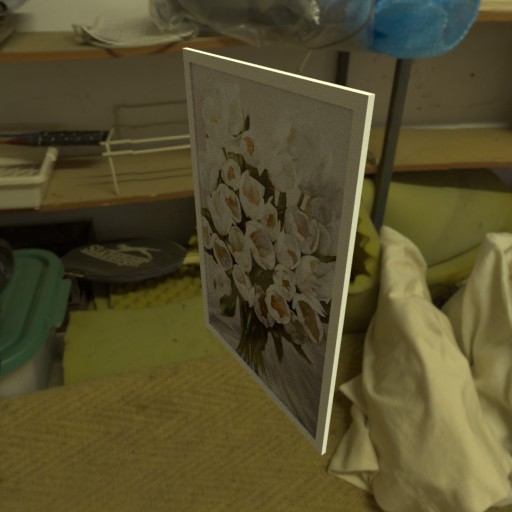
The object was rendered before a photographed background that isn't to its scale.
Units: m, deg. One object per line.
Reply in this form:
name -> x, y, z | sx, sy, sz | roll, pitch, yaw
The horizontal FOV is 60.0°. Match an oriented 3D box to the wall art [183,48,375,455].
wall art -> 0.000, 0.000, 1.208 | 0.015, 0.965, 0.660 | -20, 38, -29
